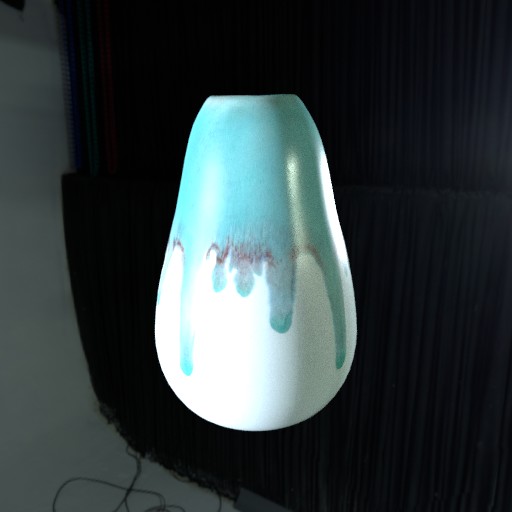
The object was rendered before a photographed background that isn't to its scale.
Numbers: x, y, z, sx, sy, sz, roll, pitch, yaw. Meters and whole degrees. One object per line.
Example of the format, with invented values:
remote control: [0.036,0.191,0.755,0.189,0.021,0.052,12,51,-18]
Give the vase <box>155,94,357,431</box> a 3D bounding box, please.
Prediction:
vase: [0.000,0.000,0.253,0.116,0.179,0.116,0,12,0]
